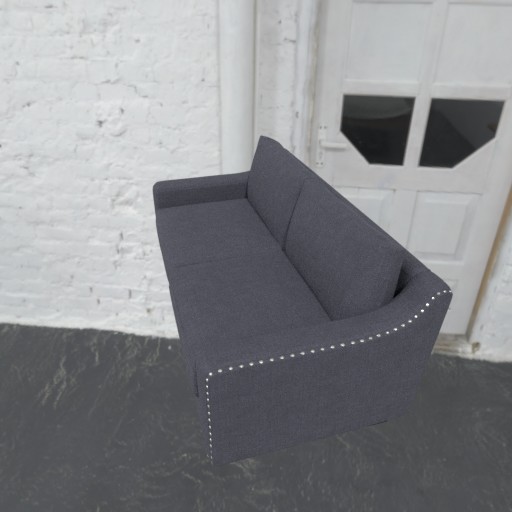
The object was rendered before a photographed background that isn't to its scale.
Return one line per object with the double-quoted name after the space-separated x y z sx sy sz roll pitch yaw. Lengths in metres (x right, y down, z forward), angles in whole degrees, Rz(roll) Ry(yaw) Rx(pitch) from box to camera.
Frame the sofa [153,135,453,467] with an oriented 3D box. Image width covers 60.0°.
0.000 0.000 3.316 1.336 1.196 2.550 -8 31 -14 "sofa"
